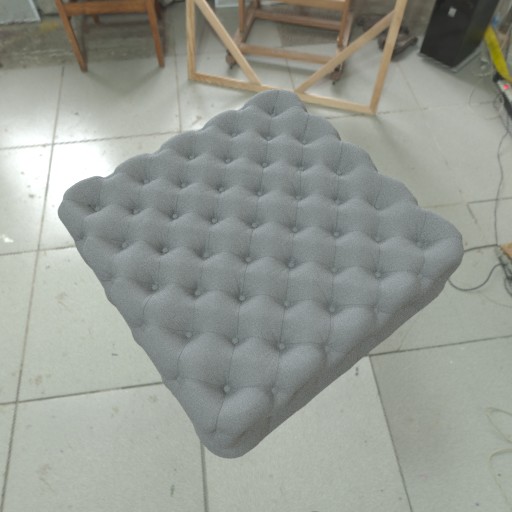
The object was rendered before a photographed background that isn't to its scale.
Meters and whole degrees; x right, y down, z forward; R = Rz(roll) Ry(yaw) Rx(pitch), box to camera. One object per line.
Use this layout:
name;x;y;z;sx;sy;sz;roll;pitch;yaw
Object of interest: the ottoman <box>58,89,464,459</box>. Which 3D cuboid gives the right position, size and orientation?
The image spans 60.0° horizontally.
ottoman;0.000;0.000;1.446;0.917;0.439;0.911;-33;64;-18
